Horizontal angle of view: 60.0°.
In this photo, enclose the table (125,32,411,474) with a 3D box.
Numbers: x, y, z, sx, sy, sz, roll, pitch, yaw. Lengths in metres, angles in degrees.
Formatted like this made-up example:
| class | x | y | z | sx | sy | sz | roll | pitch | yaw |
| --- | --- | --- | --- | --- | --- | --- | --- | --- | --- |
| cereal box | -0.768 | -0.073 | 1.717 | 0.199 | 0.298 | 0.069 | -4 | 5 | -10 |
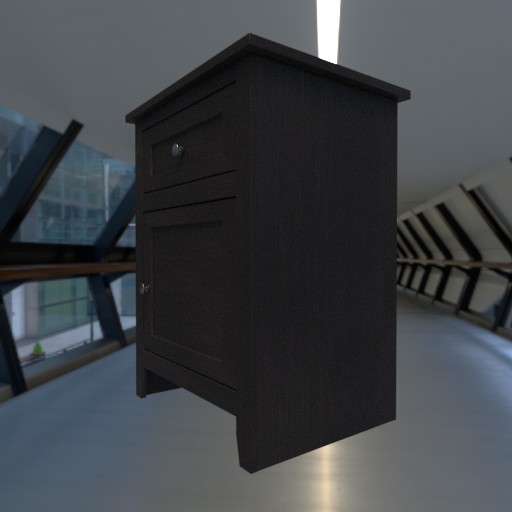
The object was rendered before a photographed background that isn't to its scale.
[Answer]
| class | x | y | z | sx | sy | sz | roll | pitch | yaw |
| --- | --- | --- | --- | --- | --- | --- | --- | --- | --- |
| table | 0.000 | 0.000 | 0.930 | 0.381 | 0.635 | 0.480 | -1 | 1 | -37 |
